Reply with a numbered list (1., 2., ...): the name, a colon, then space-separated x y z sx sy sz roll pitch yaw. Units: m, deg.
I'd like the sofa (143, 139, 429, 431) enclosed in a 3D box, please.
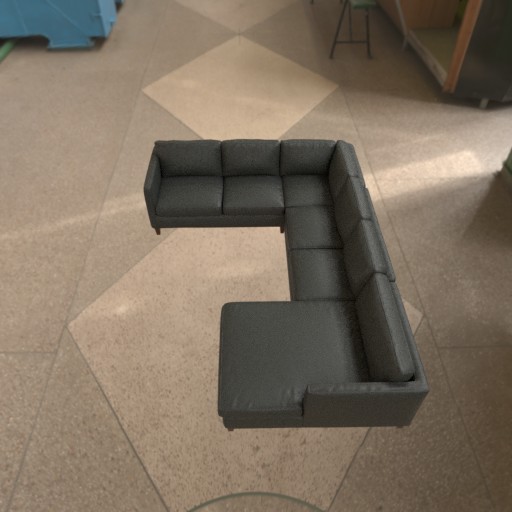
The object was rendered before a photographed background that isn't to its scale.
1. sofa: 0.000 0.000 4.674 2.593 0.923 3.460 -1 46 -1
